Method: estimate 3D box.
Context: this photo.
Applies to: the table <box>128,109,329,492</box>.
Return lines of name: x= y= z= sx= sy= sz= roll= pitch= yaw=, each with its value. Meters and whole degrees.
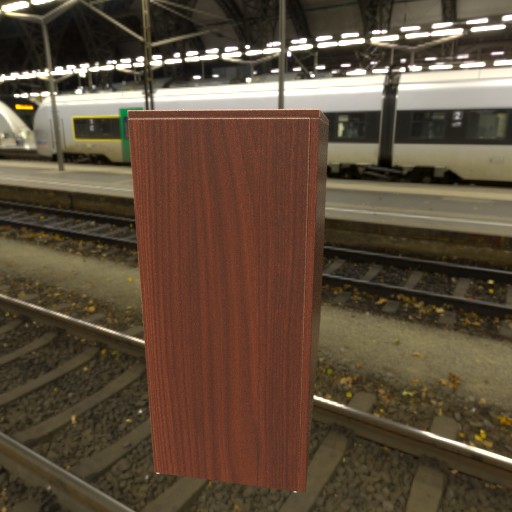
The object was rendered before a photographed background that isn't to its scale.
table: x=0.000 y=0.000 z=1.321 sx=0.380 sy=0.790 sz=0.930 roll=3 pitch=16 yaw=10
